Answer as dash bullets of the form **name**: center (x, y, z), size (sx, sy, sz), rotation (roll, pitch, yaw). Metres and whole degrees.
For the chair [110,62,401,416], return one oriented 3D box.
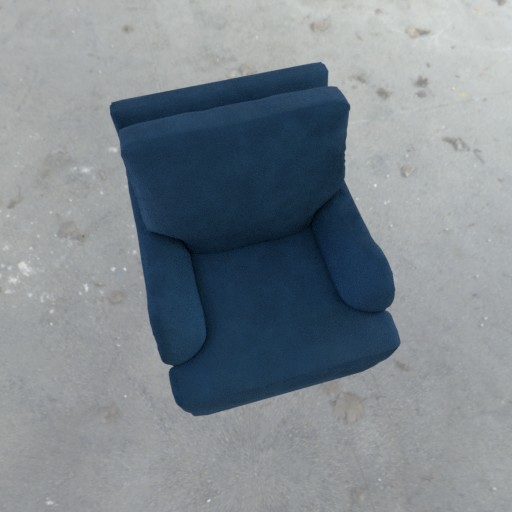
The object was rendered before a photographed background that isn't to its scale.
- **chair**: center (0.000, 0.000, 1.836), size (0.895, 1.076, 1.078), rotation (-14, 65, -7)
